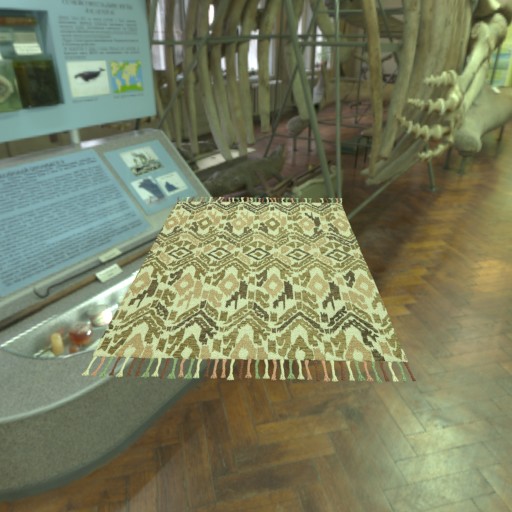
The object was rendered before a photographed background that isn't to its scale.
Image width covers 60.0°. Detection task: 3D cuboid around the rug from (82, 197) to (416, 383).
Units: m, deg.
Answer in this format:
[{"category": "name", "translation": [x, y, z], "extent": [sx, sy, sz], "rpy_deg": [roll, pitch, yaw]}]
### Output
[{"category": "rug", "translation": [0.000, 0.000, 3.030], "extent": [1.524, 0.008, 2.438], "rpy_deg": [1, 27, 1]}]
